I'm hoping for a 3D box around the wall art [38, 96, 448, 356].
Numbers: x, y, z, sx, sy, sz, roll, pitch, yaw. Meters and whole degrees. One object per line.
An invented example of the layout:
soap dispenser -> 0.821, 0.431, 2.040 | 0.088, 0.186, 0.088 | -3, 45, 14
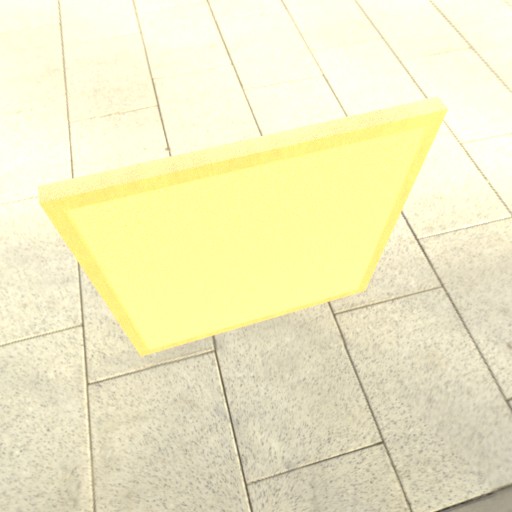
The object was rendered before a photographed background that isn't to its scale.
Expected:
wall art -> 0.000, 0.000, 2.856 | 1.935, 1.936, 0.097 | -15, 60, -9
